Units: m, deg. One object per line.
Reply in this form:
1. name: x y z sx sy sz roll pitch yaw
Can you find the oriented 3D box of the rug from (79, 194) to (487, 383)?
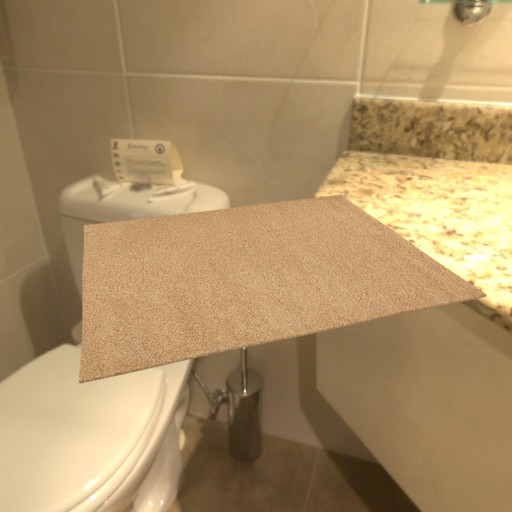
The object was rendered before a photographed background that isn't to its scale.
1. rug: 0.000 0.000 4.047 3.000 0.026 2.400 -9 29 -16
